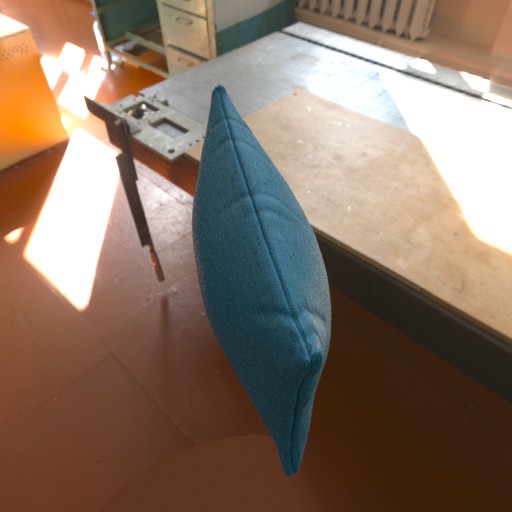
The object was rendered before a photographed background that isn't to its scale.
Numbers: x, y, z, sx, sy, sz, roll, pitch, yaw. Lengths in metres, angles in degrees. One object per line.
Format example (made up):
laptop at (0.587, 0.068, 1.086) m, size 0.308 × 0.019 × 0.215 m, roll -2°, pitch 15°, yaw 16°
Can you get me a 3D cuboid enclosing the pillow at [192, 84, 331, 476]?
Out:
pillow at (0.000, 0.000, 0.778) m, size 0.210 × 0.338 × 0.633 m, roll -9°, pitch 47°, yaw -8°
